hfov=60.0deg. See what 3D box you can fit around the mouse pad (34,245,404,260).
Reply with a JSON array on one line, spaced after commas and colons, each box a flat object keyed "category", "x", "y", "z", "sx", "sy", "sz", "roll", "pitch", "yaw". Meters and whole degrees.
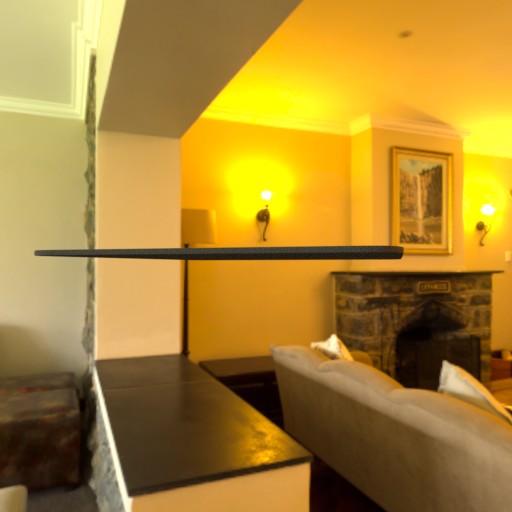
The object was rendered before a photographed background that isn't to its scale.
[{"category": "mouse pad", "x": 0.000, "y": 0.000, "z": 0.324, "sx": 0.203, "sy": 0.003, "sz": 0.229, "roll": 0, "pitch": -1, "yaw": 18}]
